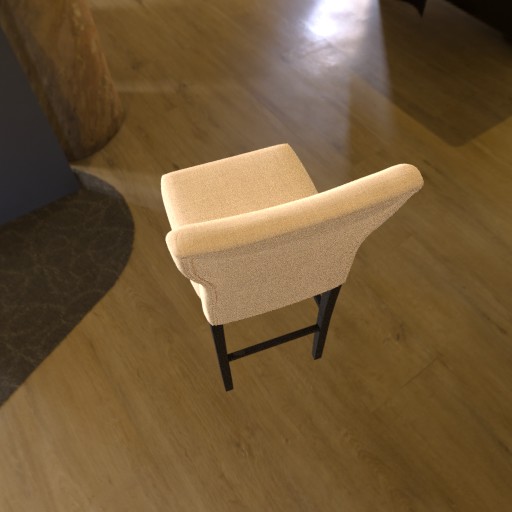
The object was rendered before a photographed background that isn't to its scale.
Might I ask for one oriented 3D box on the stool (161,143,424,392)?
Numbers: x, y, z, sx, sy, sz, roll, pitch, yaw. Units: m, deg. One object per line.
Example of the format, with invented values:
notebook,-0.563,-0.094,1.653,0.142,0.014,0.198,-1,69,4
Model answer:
stool,0.000,0.000,1.421,0.516,1.124,0.603,-17,59,-10
